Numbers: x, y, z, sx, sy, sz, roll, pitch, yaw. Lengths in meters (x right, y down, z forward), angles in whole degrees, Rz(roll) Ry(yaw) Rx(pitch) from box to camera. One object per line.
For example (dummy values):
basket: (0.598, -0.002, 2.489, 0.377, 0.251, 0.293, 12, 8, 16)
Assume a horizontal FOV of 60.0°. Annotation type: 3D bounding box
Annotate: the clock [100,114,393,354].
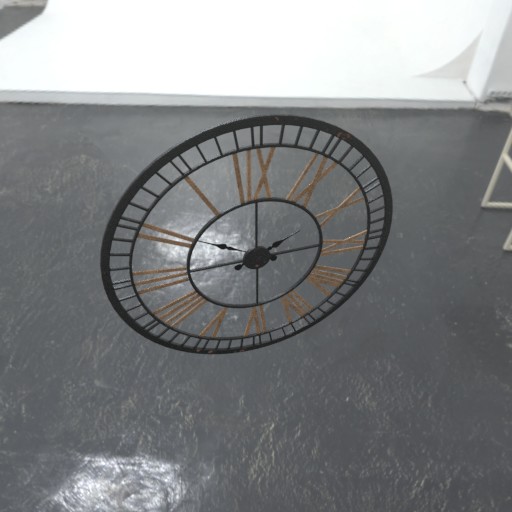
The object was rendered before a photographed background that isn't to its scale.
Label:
clock: (0.000, 0.000, 1.269, 0.843, 0.843, 0.025, -11, 43, -12)
